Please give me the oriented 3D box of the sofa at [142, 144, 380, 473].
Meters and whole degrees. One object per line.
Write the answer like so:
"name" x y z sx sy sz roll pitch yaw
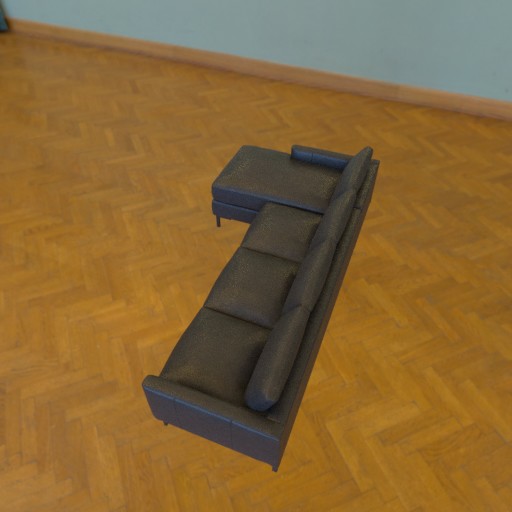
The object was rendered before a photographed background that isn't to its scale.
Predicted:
"sofa" 0.000 0.000 3.742 1.471 0.859 2.993 16 47 15
